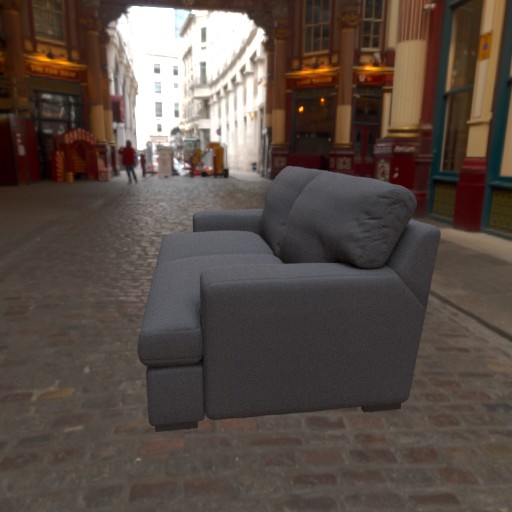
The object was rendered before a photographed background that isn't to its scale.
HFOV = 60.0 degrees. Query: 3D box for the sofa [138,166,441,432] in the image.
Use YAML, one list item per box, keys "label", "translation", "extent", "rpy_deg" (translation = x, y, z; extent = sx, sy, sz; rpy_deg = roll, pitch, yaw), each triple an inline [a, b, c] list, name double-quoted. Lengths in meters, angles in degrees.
- label: "sofa"
  translation: [0.000, 0.000, 2.498]
  extent: [1.143, 0.940, 1.880]
  rpy_deg: [-2, 14, -9]
